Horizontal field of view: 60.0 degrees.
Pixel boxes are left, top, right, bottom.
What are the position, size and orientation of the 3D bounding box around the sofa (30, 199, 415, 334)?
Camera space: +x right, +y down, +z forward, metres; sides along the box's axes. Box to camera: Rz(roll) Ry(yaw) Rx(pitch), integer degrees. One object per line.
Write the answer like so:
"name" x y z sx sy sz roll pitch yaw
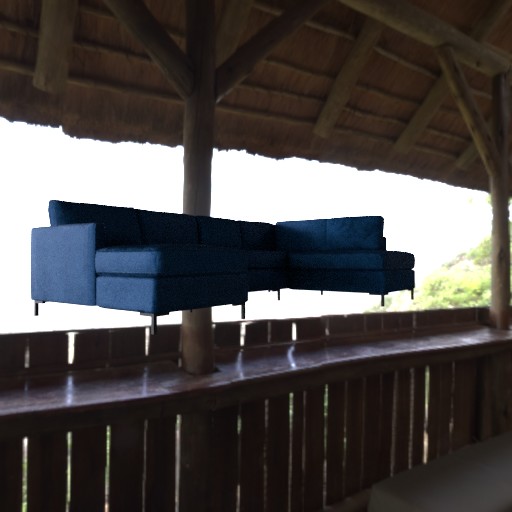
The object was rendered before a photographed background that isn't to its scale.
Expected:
"sofa" 0.000 0.000 4.353 2.055 0.992 3.434 0 -1 37
